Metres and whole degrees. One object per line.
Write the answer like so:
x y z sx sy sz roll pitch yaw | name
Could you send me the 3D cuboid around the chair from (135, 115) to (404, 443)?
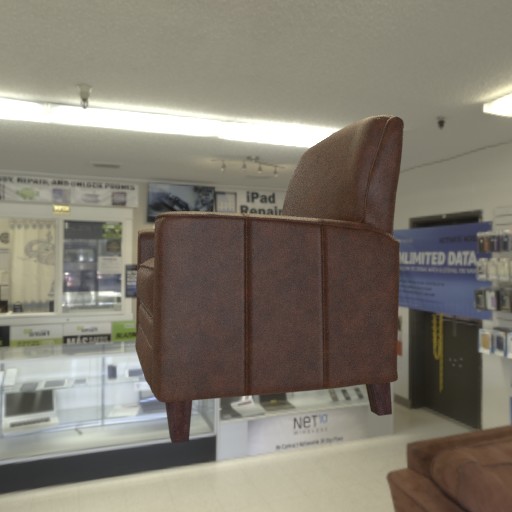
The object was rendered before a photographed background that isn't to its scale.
0.000 0.000 1.655 0.850 1.010 0.839 0 0 -19 | chair
